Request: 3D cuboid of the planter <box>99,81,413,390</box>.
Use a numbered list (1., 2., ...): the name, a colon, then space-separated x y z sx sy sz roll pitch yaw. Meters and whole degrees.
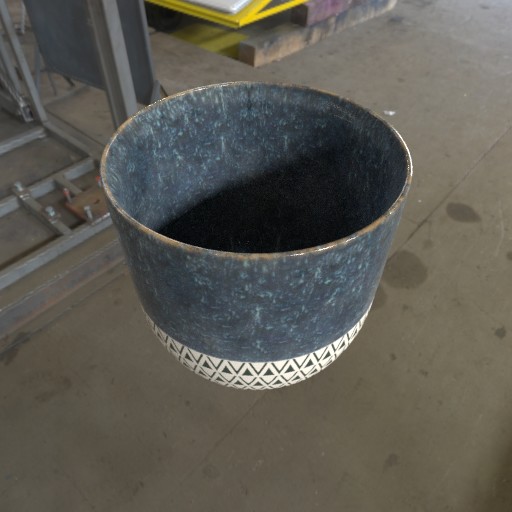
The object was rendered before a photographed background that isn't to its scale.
1. planter: 0.000 0.000 0.482 0.266 0.270 0.266 0 46 0
